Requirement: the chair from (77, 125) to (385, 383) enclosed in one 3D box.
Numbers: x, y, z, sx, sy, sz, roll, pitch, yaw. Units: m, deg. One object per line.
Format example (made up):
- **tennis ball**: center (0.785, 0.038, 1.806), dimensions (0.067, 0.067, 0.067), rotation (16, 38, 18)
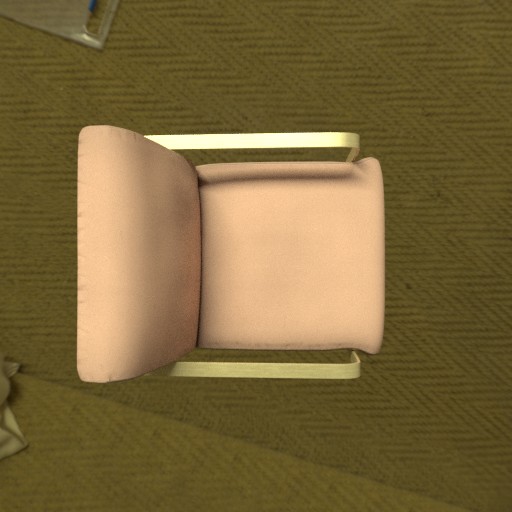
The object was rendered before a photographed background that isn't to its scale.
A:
- **chair**: center (0.000, 0.000, 1.433), dimensions (0.848, 0.823, 0.701), rotation (0, 89, -1)
